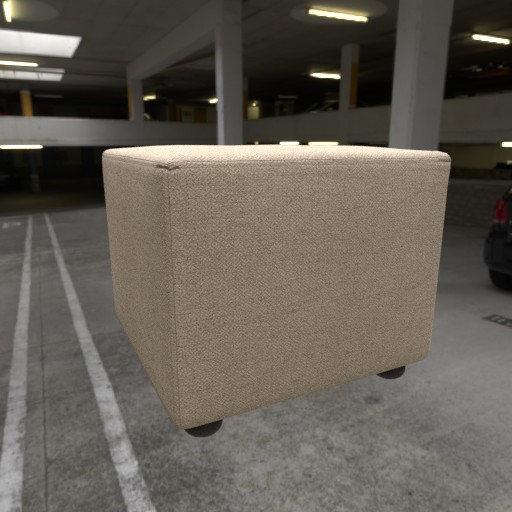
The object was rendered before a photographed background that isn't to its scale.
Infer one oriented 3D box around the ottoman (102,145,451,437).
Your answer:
[{"bbox_3d":[0.000,0.000,0.891,0.508,0.432,0.508,-7,16,-26],"label":"ottoman"}]
